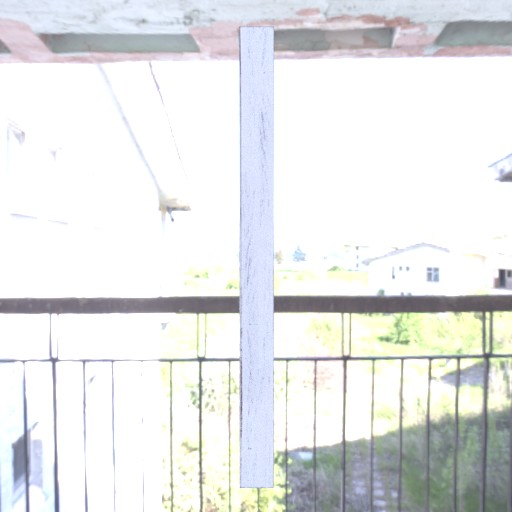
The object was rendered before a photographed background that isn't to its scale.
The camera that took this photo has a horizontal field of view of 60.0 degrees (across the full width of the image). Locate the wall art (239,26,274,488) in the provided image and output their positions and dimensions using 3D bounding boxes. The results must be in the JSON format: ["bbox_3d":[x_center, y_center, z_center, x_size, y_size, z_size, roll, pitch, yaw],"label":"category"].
[{"bbox_3d":[0.000,0.000,0.741,0.038,0.508,0.508,0,1,0],"label":"wall art"}]
